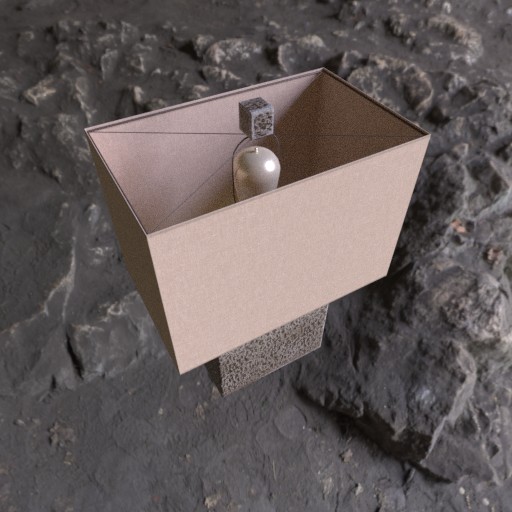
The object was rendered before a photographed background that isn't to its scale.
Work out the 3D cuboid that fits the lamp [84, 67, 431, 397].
[{"bbox_3d":[0.000,0.000,0.566,0.294,0.411,0.180,-22,50,-20],"label":"lamp"}]
